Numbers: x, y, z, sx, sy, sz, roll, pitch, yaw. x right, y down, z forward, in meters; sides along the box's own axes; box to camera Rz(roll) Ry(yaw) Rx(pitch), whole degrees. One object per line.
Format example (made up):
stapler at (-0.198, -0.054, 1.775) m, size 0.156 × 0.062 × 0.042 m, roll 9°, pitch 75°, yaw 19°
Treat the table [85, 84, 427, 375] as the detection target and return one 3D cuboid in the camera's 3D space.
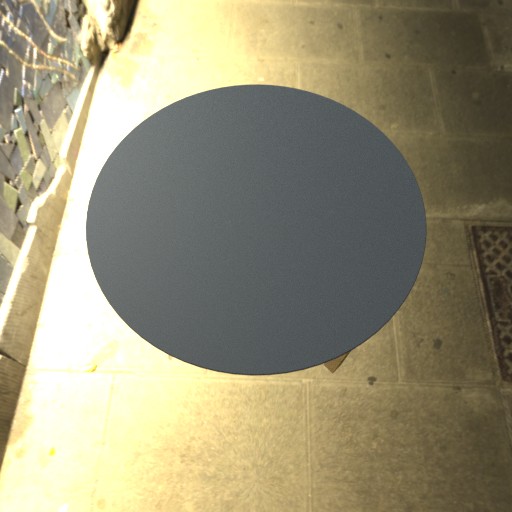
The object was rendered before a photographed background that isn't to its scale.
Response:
table at (0.000, 0.000, 0.971) m, size 0.600 × 0.405 × 0.600 m, roll 0°, pitch 63°, yaw 0°
